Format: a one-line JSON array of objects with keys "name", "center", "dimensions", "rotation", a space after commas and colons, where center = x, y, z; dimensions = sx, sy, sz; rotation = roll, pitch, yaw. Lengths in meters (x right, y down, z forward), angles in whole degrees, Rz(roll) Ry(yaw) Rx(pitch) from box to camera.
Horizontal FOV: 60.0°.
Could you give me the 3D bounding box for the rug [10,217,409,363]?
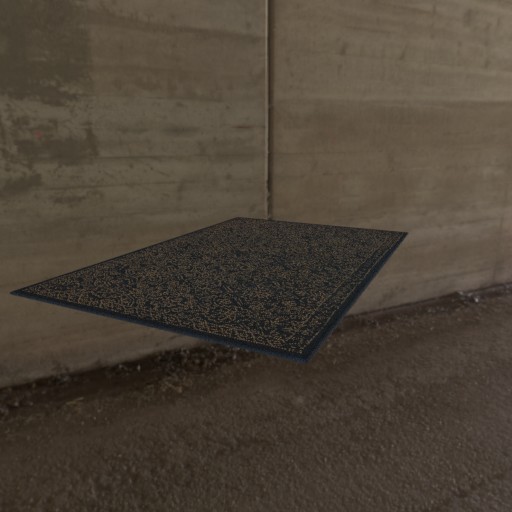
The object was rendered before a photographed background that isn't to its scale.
[{"name": "rug", "center": [0.000, 0.000, 2.233], "dimensions": [1.219, 0.010, 1.829], "rotation": [7, 17, 25]}]
